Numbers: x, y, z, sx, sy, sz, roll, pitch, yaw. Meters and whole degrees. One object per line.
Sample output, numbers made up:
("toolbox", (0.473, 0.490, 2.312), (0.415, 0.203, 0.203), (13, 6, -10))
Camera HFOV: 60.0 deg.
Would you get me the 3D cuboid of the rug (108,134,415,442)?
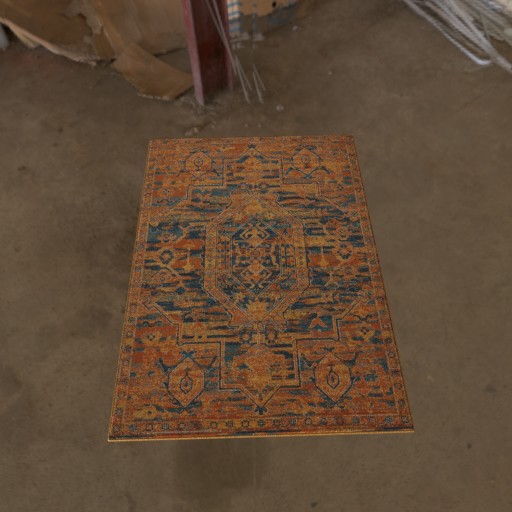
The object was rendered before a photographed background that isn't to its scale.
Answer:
("rug", (0.000, 0.000, 2.871), (1.588, 0.024, 2.204), (-1, 58, -1))
